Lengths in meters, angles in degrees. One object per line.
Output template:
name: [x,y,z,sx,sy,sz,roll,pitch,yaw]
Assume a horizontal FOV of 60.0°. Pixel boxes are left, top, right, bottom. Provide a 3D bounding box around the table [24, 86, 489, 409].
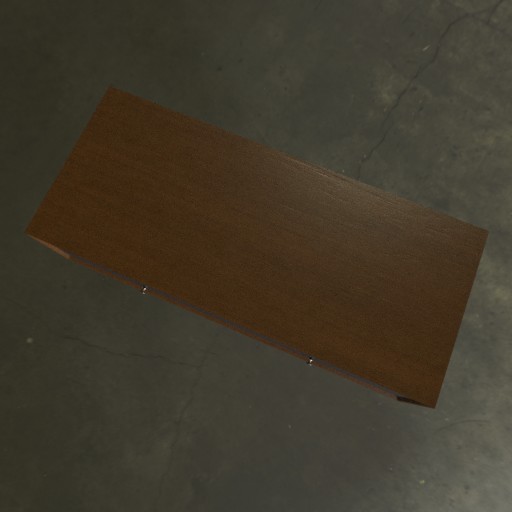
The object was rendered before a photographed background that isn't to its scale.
table: [0.000,0.000,1.384,1.119,0.464,0.490,22,77,6]
